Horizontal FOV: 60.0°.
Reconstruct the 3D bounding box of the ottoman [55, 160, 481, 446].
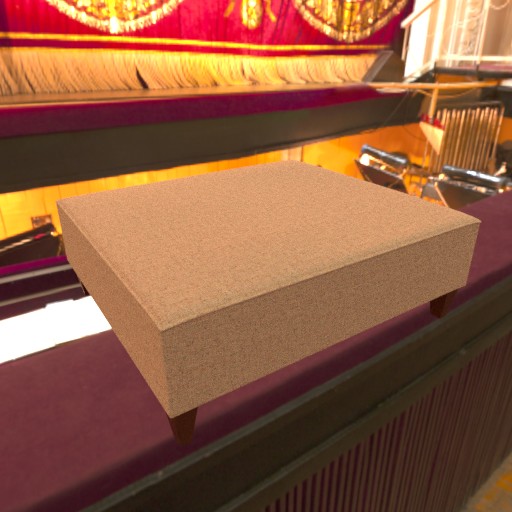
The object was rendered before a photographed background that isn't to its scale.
[{"bbox_3d":[0.000,0.000,1.200,0.835,0.303,0.736,-16,30,-30],"label":"ottoman"}]
